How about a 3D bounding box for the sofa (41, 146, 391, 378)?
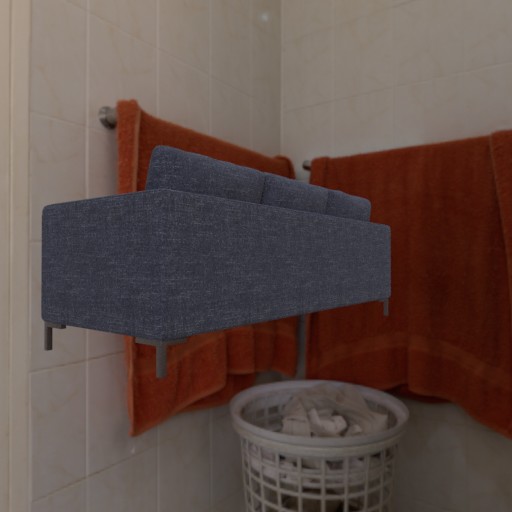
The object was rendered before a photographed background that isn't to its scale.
[{"bbox_3d":[0.000,0.000,2.672,0.859,0.874,2.218,0,0,37],"label":"sofa"}]
